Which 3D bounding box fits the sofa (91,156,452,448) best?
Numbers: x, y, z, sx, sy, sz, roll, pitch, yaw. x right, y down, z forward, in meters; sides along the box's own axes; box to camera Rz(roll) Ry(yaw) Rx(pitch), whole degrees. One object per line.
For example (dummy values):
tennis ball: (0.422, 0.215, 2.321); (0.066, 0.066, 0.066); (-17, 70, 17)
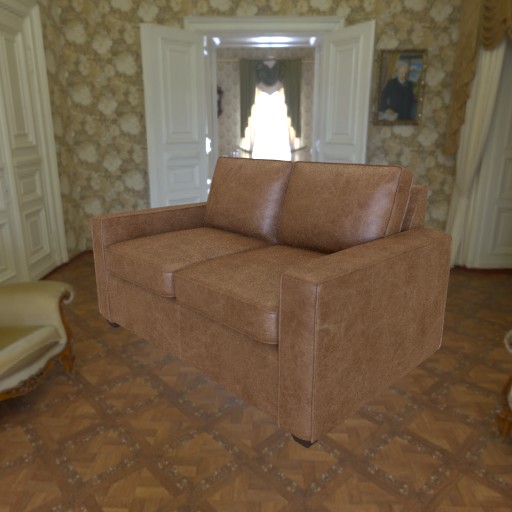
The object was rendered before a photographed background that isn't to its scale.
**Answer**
sofa: (0.000, 0.000, 2.163); (1.020, 0.896, 1.532); (-14, 21, -42)
